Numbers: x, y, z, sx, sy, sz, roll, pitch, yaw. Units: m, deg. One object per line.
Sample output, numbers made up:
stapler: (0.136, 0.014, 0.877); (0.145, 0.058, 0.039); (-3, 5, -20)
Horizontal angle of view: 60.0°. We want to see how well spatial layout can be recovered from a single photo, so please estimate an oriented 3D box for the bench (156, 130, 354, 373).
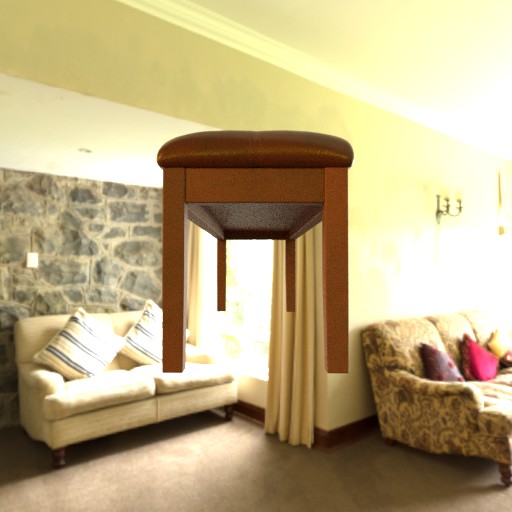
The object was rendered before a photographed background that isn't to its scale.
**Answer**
bench: (0.000, 0.000, 1.487); (0.401, 0.491, 1.259); (0, -1, 0)
